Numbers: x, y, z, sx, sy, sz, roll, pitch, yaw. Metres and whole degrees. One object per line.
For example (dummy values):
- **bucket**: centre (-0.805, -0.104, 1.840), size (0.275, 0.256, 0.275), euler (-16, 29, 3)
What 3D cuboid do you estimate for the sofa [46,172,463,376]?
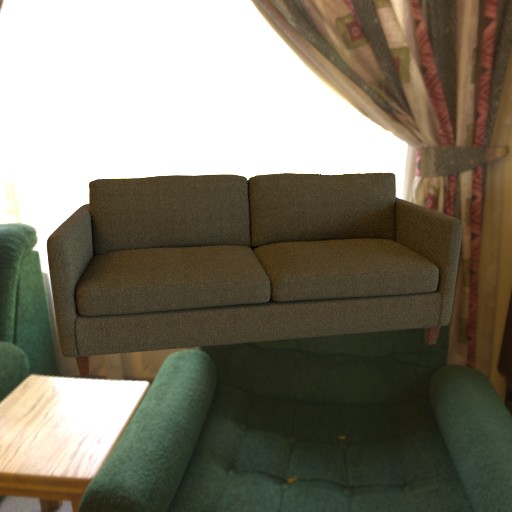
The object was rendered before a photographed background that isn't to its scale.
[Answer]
- **sofa**: centre (0.000, 0.000, 2.767), size (2.208, 0.965, 0.948), euler (-3, 17, -10)
